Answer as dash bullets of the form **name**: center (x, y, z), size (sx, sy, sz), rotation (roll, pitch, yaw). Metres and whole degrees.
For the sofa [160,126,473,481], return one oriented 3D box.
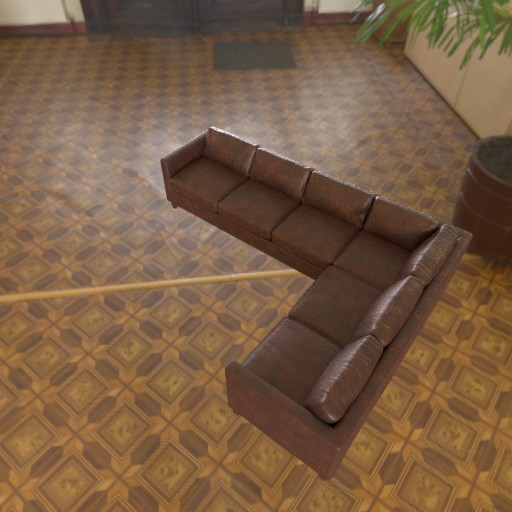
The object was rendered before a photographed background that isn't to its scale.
- **sofa**: center (0.000, 0.000, 4.224), size (3.152, 0.836, 2.438), rotation (29, 52, 25)
